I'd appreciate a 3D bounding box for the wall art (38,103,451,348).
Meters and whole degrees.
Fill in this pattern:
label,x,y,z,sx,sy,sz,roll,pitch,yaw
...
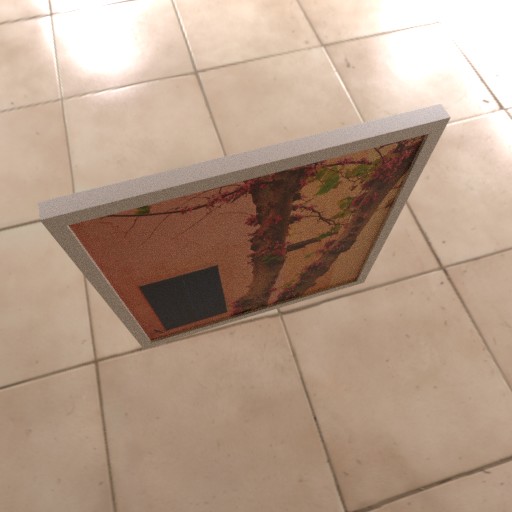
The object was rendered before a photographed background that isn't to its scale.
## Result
label,x,y,z,sx,sy,sz,roll,pitch,yaw
wall art,0.000,0.000,1.132,0.762,0.762,0.038,-16,63,-8
